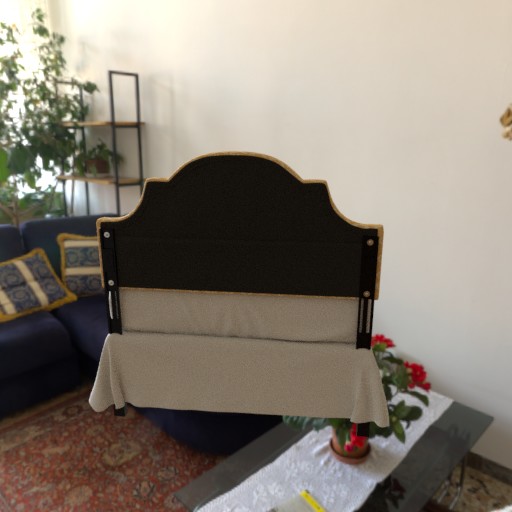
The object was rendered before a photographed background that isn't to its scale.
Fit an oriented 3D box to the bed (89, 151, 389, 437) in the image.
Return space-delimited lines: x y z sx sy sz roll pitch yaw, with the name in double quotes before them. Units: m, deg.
"bed" 0.000 0.000 3.426 1.780 1.633 2.222 2 15 7
